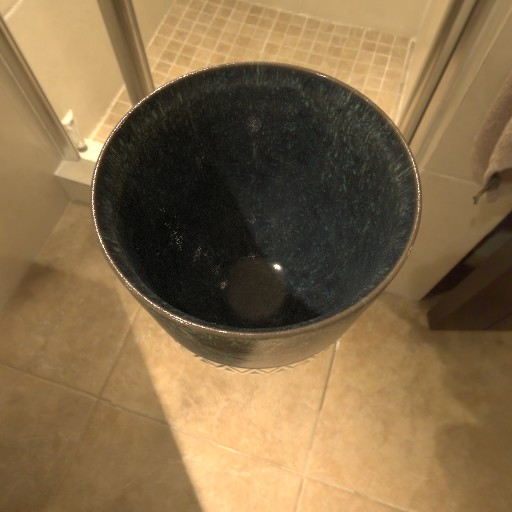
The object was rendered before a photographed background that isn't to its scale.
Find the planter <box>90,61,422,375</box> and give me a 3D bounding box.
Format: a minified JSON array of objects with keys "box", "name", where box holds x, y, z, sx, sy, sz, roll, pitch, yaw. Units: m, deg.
[{"box":[0.000,0.000,0.358,0.195,0.214,0.195,0,64,0],"name":"planter"}]
